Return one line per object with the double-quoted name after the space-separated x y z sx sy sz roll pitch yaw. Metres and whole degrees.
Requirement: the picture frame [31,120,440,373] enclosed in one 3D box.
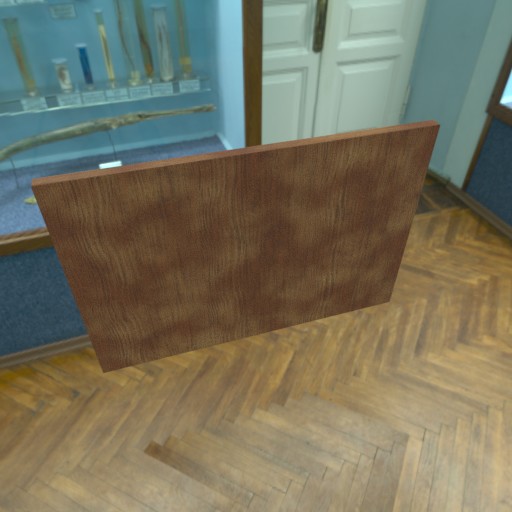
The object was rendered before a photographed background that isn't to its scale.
0.000 0.000 1.211 0.950 0.640 0.029 -12 42 -13 "picture frame"
